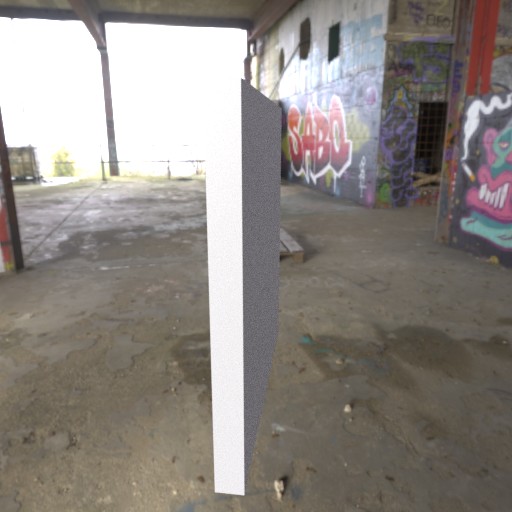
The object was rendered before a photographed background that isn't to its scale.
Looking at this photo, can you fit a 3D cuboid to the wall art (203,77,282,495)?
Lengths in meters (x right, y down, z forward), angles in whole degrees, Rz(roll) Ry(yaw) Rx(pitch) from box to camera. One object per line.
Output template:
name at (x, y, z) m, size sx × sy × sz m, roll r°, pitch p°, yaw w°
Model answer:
wall art at (0.000, 0.000, 0.528) m, size 0.027 × 0.355 × 0.355 m, roll 2°, pitch 15°, yaw 8°
